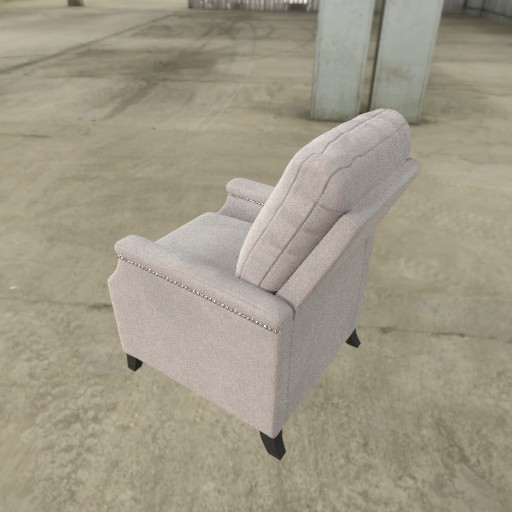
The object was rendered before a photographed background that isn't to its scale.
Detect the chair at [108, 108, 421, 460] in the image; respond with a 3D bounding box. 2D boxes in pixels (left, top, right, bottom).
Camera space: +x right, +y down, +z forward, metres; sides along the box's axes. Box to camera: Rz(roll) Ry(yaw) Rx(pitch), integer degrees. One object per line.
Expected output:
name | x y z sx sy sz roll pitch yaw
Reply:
chair | 0.000 0.000 1.621 0.922 1.049 0.710 20 37 28
